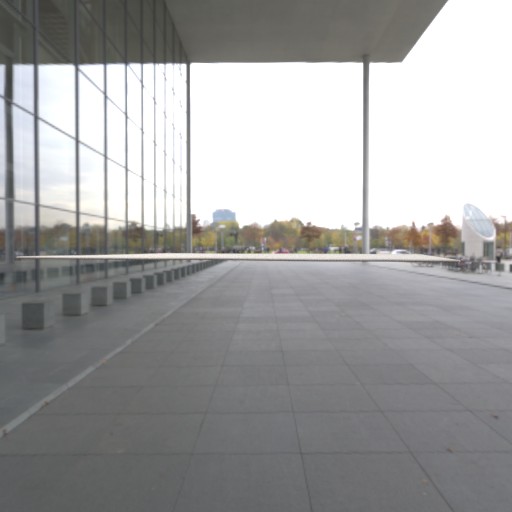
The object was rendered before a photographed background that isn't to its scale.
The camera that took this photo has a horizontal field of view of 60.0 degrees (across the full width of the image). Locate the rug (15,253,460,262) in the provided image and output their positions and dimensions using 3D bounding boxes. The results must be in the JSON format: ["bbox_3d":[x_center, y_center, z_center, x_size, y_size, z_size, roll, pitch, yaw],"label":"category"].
[{"bbox_3d":[0.000,0.000,4.044,3.055,0.021,2.410,0,1,16],"label":"rug"}]
